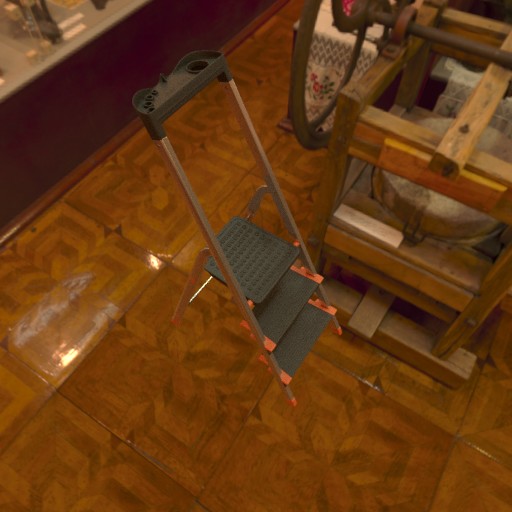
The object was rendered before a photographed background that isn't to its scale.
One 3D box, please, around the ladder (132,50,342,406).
[{"bbox_3d":[0.000,0.000,1.546,0.686,1.229,0.416,31,63,18],"label":"ladder"}]
